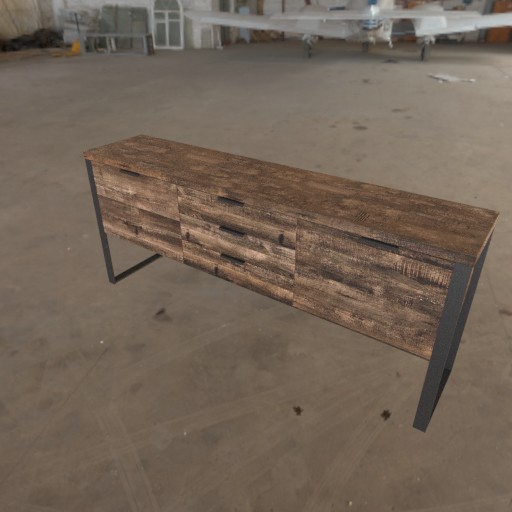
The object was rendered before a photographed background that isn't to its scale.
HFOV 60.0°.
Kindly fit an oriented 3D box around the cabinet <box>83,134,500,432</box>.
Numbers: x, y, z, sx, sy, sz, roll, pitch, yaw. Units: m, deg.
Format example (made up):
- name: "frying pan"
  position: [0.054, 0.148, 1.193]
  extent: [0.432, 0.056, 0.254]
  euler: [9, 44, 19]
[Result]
- name: "cabinet"
  position: [0.000, 0.000, 2.040]
  extent: [1.800, 0.762, 0.395]
  euler: [19, 35, 30]
